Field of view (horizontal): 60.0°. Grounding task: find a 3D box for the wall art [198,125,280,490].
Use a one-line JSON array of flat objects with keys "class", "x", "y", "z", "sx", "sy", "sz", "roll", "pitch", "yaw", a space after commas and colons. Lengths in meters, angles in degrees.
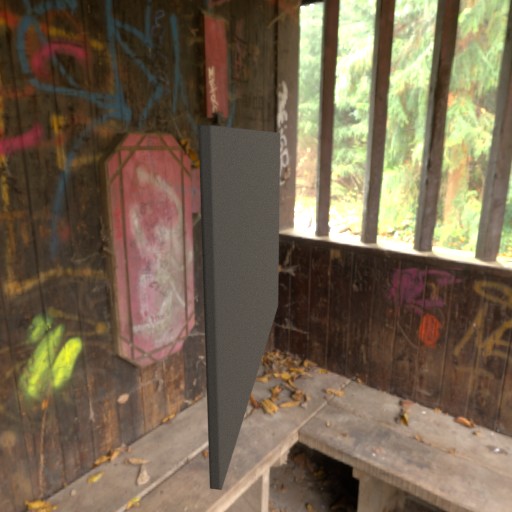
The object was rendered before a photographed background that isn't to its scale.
[{"class": "wall art", "x": 0.000, "y": 0.000, "z": 1.206, "sx": 0.026, "sy": 0.656, "sz": 0.958, "roll": 2, "pitch": 15, "yaw": 9}]
